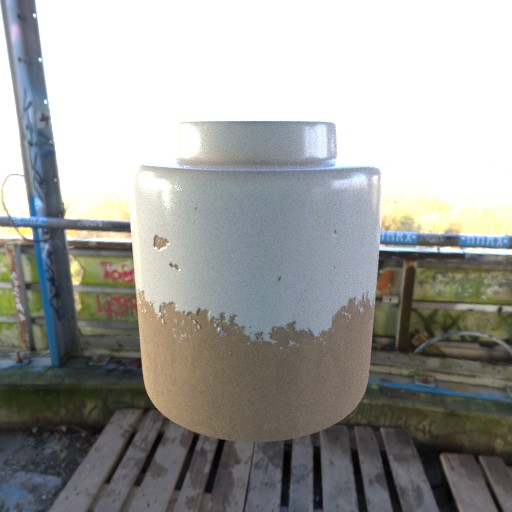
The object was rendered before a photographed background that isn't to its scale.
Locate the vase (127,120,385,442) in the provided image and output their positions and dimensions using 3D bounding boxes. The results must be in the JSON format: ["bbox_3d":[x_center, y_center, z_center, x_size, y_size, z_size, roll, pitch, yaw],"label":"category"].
[{"bbox_3d":[0.000,0.000,0.287,0.153,0.167,0.153,0,16,0],"label":"vase"}]
